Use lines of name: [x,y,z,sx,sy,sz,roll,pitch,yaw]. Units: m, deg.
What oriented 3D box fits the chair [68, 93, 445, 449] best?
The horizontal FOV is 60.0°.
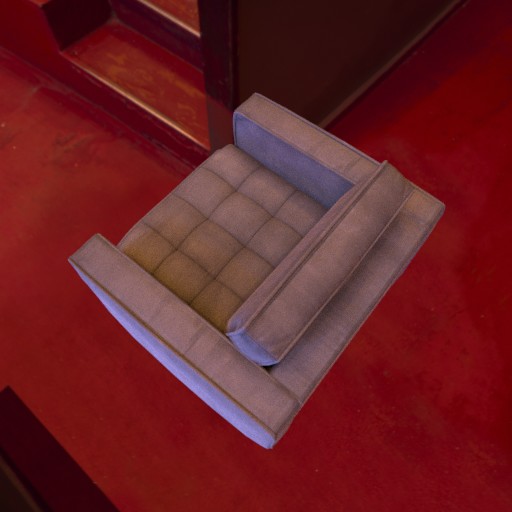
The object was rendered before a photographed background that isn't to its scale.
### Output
chair: [0.000,0.000,1.523,0.843,0.773,0.928,36,69,17]
